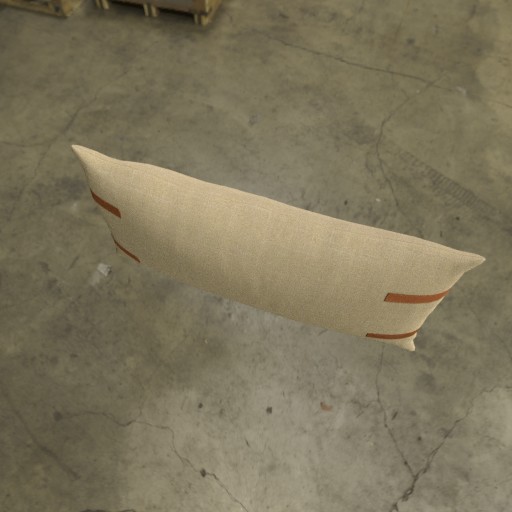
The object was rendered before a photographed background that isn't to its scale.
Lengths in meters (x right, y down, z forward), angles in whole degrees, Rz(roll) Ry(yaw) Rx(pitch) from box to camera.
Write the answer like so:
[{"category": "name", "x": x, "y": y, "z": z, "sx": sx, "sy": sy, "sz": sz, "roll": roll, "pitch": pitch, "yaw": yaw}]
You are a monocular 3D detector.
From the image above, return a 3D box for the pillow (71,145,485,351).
[{"category": "pillow", "x": 0.000, "y": 0.000, "z": 0.733, "sx": 0.612, "sy": 0.308, "sz": 0.148, "roll": 17, "pitch": 59, "yaw": 11}]
